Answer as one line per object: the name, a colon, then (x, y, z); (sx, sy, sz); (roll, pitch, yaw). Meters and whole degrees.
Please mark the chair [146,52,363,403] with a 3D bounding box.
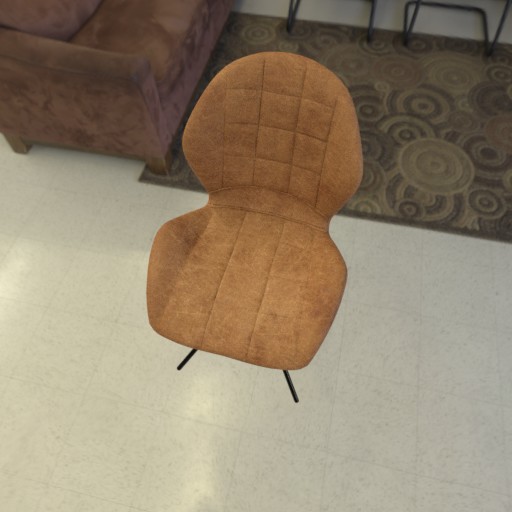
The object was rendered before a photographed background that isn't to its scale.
chair: (0.000, 0.000, 1.312); (0.527, 0.929, 0.640); (13, 59, 8)
